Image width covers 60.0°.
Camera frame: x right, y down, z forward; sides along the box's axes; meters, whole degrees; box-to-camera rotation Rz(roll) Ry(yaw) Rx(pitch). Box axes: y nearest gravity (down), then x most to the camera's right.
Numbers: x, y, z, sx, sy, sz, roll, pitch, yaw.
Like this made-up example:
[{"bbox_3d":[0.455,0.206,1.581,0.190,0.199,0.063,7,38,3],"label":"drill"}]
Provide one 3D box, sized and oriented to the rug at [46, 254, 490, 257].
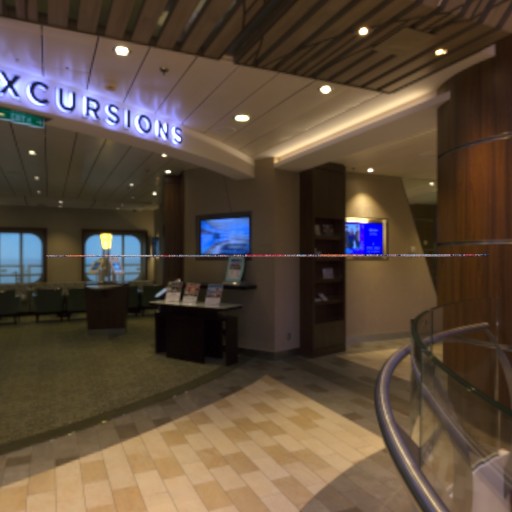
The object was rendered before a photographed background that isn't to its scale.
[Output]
[{"bbox_3d":[0.000,0.000,2.629,2.362,0.008,0.832,0,0,19],"label":"rug"}]
